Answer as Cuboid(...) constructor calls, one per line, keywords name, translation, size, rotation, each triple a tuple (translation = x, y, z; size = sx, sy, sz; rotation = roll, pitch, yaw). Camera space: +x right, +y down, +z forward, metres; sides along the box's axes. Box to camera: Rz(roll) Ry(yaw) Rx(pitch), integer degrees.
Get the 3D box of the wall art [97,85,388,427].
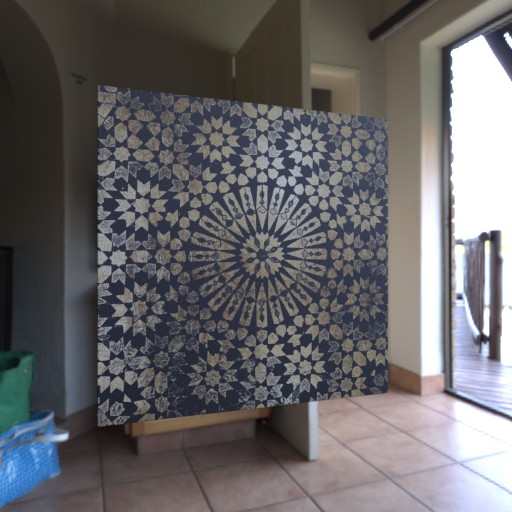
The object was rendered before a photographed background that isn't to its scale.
Cuboid(name="wall art", translation=(0.000, 0.000, 0.907), size=(0.612, 0.612, 0.038), rotation=(0, 0, -19))
